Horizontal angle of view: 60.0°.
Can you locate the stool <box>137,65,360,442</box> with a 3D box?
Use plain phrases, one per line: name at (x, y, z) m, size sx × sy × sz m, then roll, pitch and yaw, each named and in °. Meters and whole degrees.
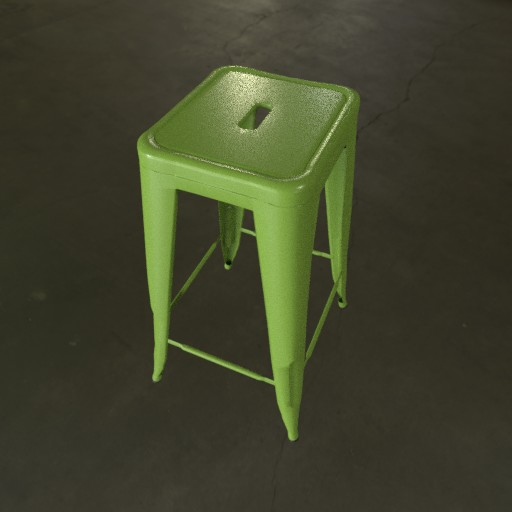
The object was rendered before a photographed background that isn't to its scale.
stool at (0.000, 0.000, 0.871) m, size 0.358 × 0.609 × 0.398 m, roll 18°, pitch 50°, yaw 16°
